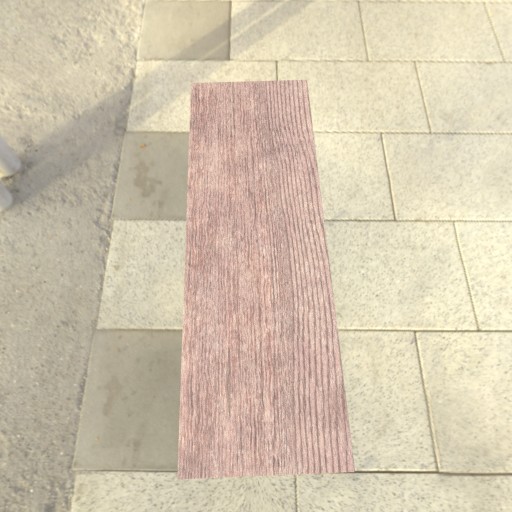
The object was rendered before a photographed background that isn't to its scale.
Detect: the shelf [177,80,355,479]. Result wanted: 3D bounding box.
[{"bbox_3d":[0.000,0.000,0.687,0.200,0.125,0.610,-2,64,-1],"label":"shelf"}]
